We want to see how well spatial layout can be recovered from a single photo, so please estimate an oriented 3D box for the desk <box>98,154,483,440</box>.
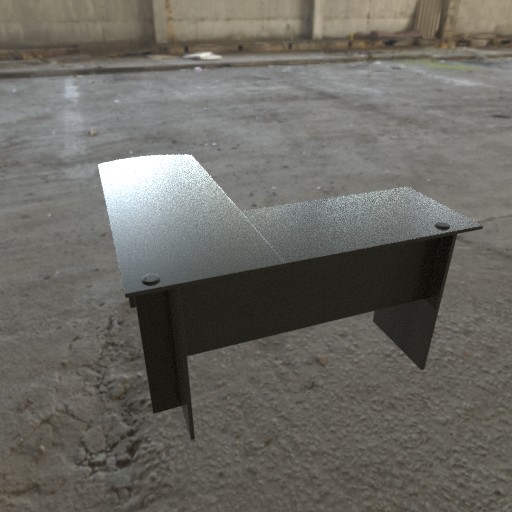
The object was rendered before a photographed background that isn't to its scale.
[{"bbox_3d":[0.000,0.000,2.184,1.303,0.716,1.361,-10,31,-18],"label":"desk"}]
